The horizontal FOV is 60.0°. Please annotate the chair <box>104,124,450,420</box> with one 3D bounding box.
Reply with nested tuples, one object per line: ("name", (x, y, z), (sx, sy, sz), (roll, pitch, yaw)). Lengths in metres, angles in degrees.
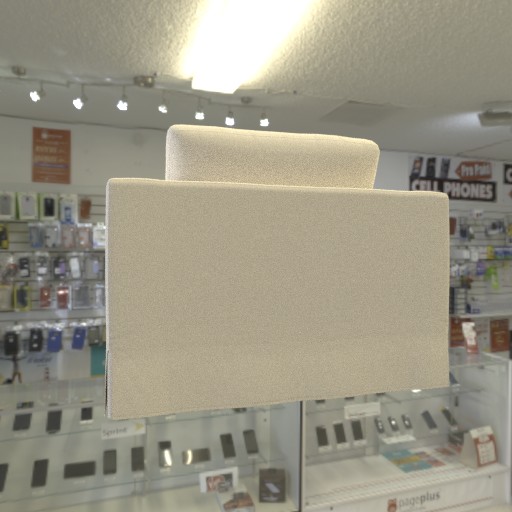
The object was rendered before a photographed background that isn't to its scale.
("chair", (0.000, 0.000, 1.797), (1.150, 0.878, 0.957), (0, 0, -16))
